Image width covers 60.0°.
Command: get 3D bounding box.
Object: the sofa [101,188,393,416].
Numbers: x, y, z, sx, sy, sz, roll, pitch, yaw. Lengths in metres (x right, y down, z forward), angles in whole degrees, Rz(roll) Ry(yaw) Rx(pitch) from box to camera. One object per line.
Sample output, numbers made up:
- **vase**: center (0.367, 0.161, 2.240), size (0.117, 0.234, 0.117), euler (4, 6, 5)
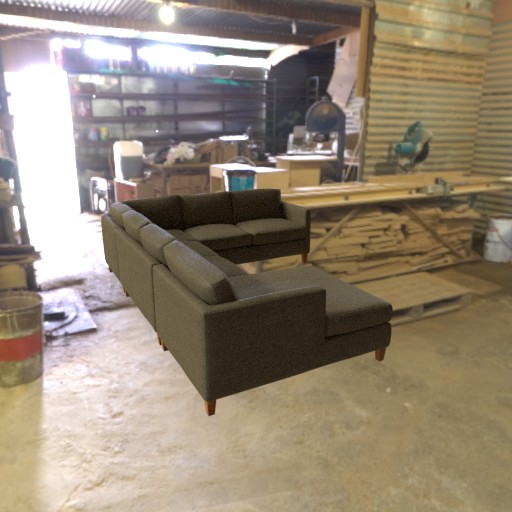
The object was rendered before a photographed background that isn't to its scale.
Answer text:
- **sofa**: center (0.000, 0.000, 4.722), size (2.594, 0.961, 3.460), euler (-9, 19, -27)
